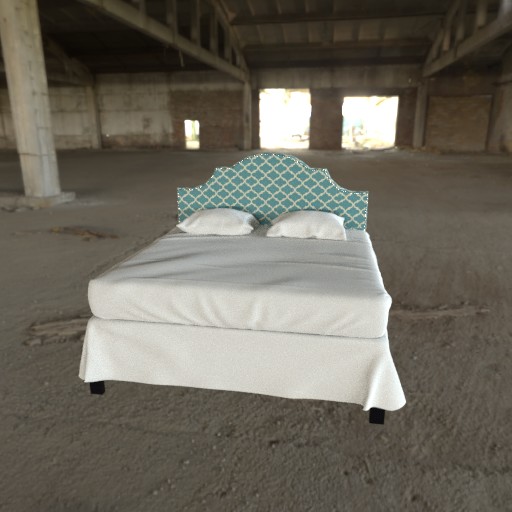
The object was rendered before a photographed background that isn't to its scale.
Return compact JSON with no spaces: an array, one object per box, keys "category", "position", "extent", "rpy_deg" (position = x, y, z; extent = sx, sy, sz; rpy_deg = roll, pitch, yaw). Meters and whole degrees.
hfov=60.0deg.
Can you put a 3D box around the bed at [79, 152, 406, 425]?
[{"category":"bed","position":[0.000,0.000,3.742],"extent":[2.314,1.601,2.222],"rpy_deg":[3,16,9]}]
